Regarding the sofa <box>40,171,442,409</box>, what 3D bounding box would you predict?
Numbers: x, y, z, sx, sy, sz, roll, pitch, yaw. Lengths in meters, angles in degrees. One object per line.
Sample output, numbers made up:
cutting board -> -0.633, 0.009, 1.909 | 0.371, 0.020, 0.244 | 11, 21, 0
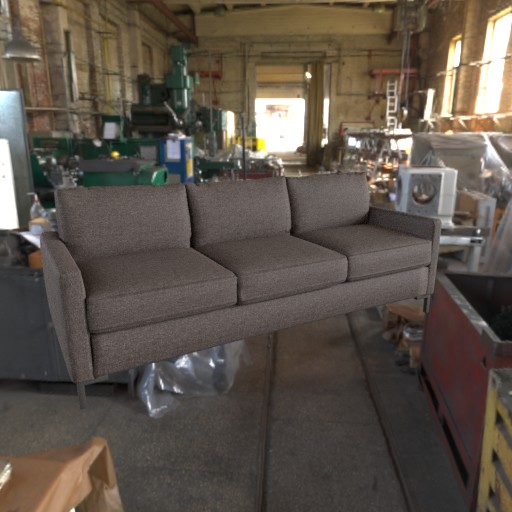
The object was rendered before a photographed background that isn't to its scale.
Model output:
sofa -> 0.000, 0.000, 2.634 | 2.253, 0.882, 0.876 | -9, 18, -28
